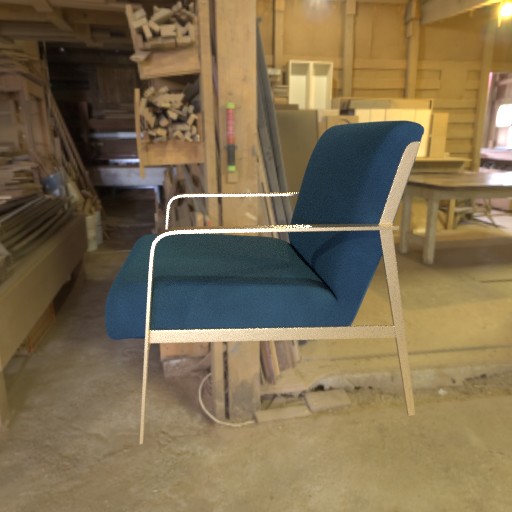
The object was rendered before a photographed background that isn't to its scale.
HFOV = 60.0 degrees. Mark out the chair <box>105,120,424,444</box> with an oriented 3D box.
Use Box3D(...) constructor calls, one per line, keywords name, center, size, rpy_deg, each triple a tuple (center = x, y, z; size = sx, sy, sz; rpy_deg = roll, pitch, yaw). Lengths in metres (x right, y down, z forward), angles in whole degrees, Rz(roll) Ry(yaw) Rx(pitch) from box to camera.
Box3D(name="chair", center=(0.000, 0.000, 1.438), size=(0.859, 0.831, 0.692), rpy_deg=(-2, 15, -7))
